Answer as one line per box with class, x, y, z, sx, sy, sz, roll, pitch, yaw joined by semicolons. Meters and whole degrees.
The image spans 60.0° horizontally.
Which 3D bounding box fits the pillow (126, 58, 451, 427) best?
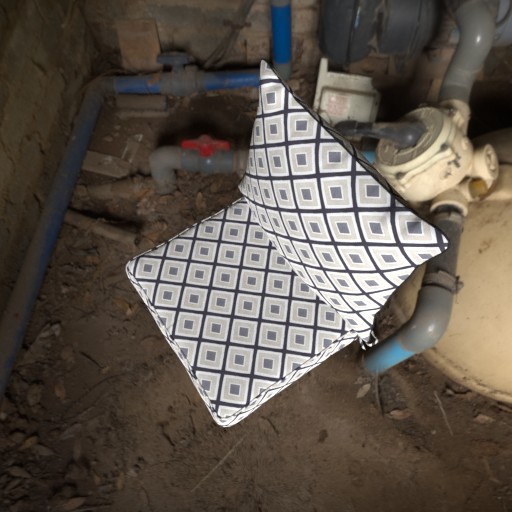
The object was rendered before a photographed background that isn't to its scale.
pillow;0.000;0.000;1.396;0.733;0.722;0.798;-31;67;-15
